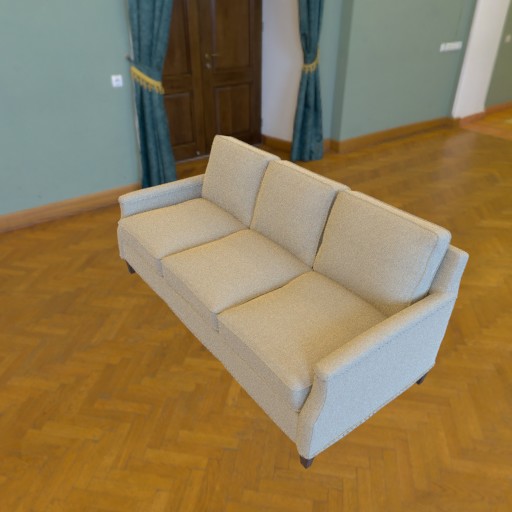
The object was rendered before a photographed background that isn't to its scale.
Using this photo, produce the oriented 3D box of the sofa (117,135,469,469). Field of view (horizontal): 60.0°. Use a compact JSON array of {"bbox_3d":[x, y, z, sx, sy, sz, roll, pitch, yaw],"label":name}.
[{"bbox_3d":[0.000,0.000,2.866,1.084,1.003,2.246,-21,38,-30],"label":"sofa"}]
